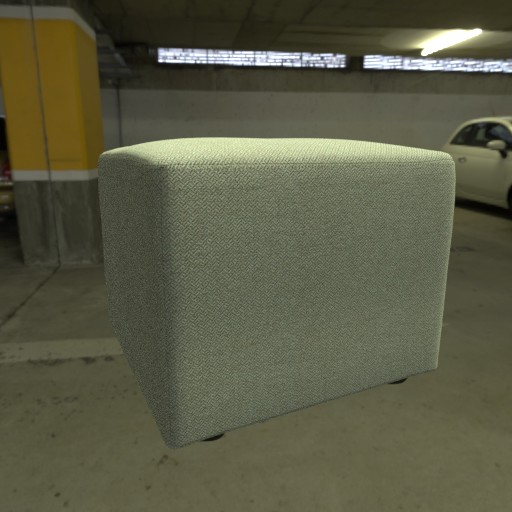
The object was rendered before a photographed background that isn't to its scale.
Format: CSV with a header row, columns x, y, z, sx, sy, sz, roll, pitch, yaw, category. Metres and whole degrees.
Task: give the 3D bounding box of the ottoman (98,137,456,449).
x,y,z,sx,sy,sz,roll,pitch,yaw,category
0.000,0.000,0.881,0.521,0.453,0.512,-7,16,-26,ottoman
